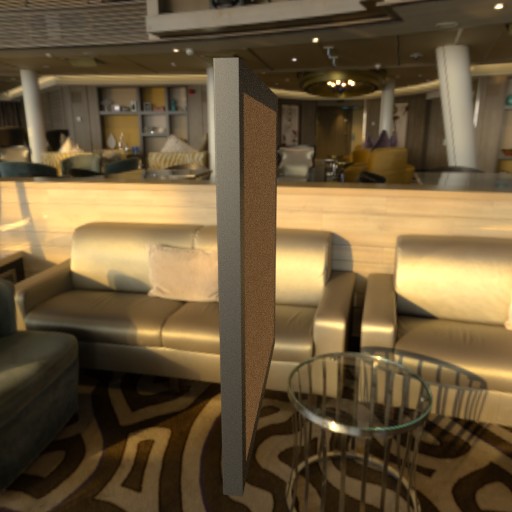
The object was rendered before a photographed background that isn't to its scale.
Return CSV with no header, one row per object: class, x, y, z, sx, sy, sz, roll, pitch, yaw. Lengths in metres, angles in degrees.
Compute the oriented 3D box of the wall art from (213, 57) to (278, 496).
wall art,0.000,0.000,0.698,0.025,0.508,0.432,2,15,7
